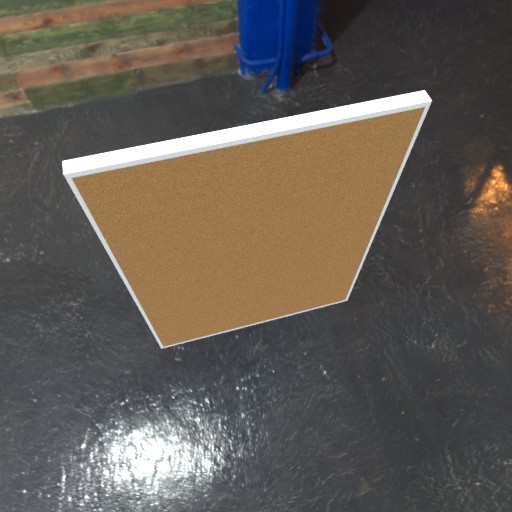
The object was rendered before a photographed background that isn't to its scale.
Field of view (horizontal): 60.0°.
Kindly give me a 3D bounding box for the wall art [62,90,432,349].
[{"bbox_3d":[0.000,0.000,1.384,0.795,1.050,0.039,-13,60,-8],"label":"wall art"}]
